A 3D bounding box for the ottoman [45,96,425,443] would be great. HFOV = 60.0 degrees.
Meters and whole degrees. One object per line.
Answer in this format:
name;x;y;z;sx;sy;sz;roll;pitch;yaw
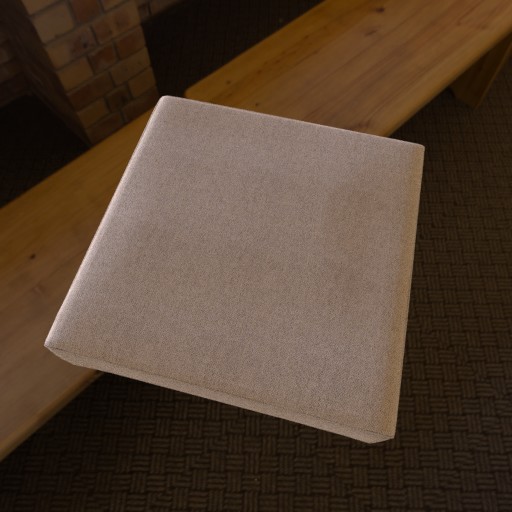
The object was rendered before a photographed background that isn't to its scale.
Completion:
ottoman;0.000;0.000;1.502;0.973;0.381;0.982;13;64;6
